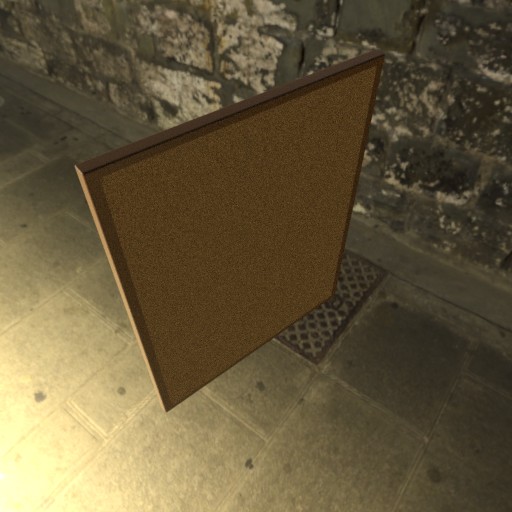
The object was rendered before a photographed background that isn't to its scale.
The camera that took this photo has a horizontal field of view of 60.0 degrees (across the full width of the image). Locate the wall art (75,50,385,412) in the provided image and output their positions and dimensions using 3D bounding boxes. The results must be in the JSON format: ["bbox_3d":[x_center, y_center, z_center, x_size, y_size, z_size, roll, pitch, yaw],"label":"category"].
[{"bbox_3d":[0.000,0.000,0.733,0.449,0.550,0.021,-30,54,-25],"label":"wall art"}]
